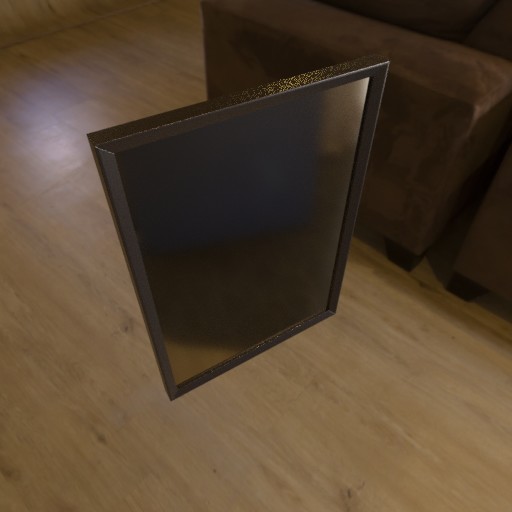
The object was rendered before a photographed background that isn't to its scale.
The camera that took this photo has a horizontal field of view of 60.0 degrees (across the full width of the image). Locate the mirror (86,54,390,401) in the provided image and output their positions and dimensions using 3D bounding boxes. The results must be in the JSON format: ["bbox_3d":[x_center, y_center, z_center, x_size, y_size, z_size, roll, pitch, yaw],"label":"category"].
[{"bbox_3d":[0.000,0.000,0.923,0.507,0.710,0.039,-24,50,-21],"label":"mirror"}]
